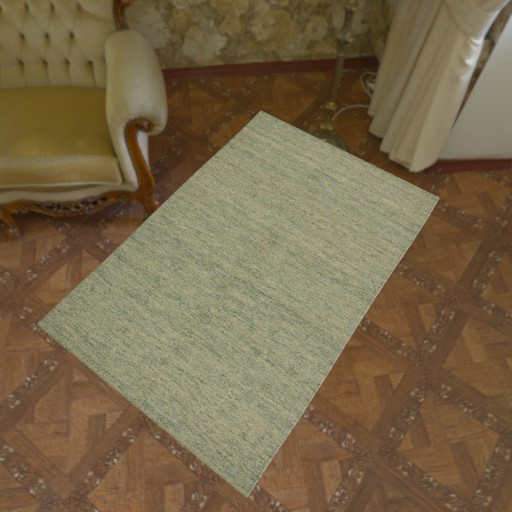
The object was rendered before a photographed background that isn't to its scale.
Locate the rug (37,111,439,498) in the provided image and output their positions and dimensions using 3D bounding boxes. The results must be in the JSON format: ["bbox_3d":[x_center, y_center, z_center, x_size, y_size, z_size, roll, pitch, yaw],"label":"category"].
[{"bbox_3d":[0.000,0.000,2.862,1.547,0.013,2.283,32,64,18],"label":"rug"}]
